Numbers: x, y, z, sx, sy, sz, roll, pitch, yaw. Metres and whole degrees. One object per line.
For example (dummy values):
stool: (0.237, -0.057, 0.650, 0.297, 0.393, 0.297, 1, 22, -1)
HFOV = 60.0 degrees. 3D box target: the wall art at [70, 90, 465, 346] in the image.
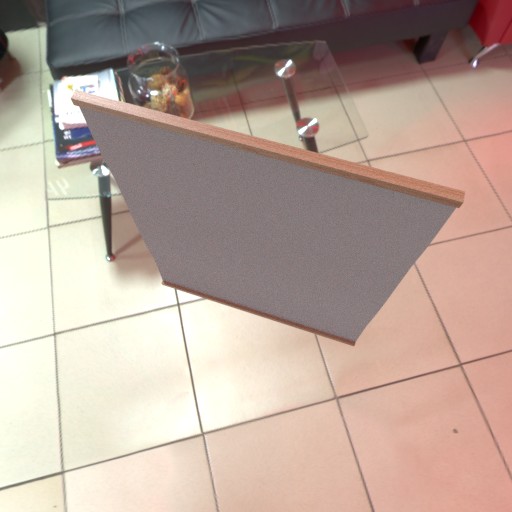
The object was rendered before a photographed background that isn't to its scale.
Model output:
wall art: (0.000, 0.000, 0.665, 0.406, 0.508, 0.013, 17, 65, 8)
